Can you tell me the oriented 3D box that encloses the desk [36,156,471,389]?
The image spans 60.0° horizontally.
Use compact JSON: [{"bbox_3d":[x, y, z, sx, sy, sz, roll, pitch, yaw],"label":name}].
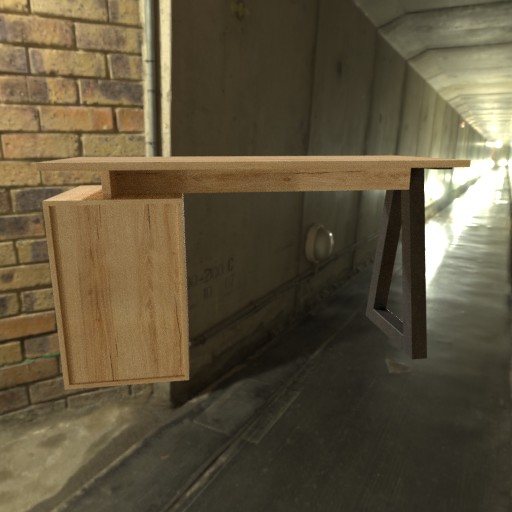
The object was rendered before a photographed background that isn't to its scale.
[{"bbox_3d":[0.000,0.000,1.767,1.400,0.760,0.550,-2,14,-9],"label":"desk"}]
